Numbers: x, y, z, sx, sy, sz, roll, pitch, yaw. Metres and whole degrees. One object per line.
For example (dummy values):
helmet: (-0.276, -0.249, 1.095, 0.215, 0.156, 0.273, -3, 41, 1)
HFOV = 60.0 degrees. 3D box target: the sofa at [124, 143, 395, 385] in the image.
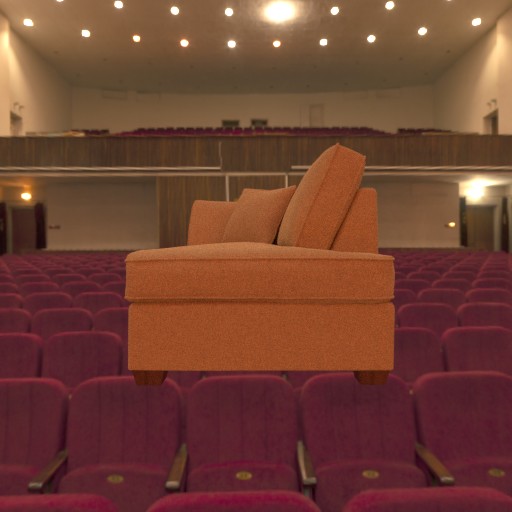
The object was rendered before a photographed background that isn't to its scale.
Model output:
sofa: (0.000, 0.000, 2.839, 1.110, 1.033, 2.237, 0, 0, -1)
